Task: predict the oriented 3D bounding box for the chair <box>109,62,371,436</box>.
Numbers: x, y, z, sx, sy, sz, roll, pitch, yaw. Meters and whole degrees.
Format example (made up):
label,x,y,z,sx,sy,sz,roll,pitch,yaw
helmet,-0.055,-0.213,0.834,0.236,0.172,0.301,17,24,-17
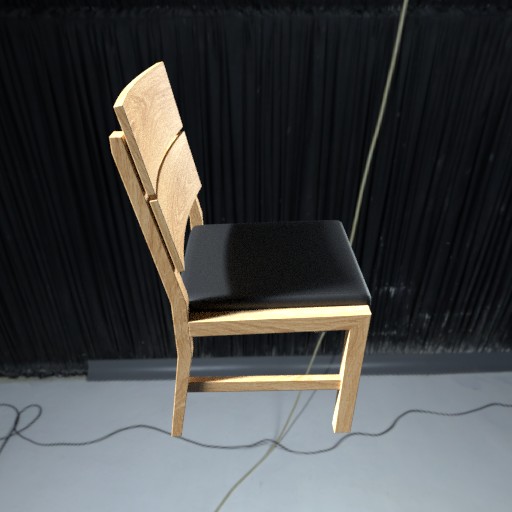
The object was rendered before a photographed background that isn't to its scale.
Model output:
label,x,y,z,sx,sy,sz,roll,pitch,yaw
chair,0.000,0.000,1.256,0.569,0.950,0.475,-1,32,-1
